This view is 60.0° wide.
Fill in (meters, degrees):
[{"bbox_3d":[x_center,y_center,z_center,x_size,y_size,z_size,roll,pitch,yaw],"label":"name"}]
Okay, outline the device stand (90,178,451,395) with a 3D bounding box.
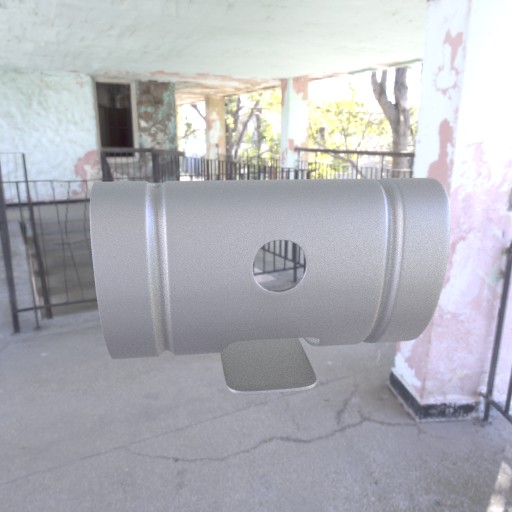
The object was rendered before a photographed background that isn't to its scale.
[{"bbox_3d":[0.000,0.000,0.409,0.256,0.155,0.236,-2,15,-7],"label":"device stand"}]
